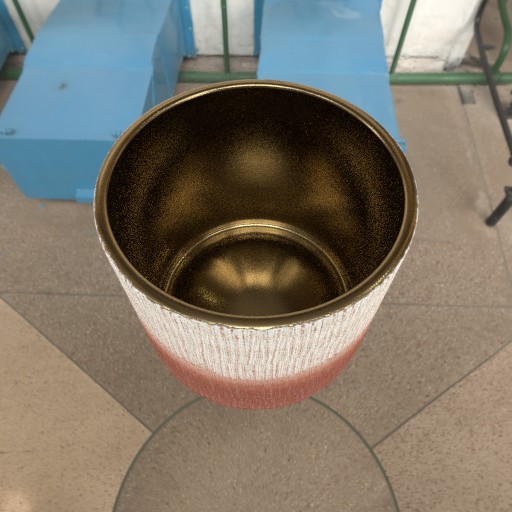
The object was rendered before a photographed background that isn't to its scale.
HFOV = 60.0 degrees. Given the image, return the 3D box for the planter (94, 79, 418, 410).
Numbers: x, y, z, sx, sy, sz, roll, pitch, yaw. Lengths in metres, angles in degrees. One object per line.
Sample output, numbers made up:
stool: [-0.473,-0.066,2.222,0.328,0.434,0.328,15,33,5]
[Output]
planter: [0.000,0.000,0.307,0.178,0.157,0.178,0,58,0]
